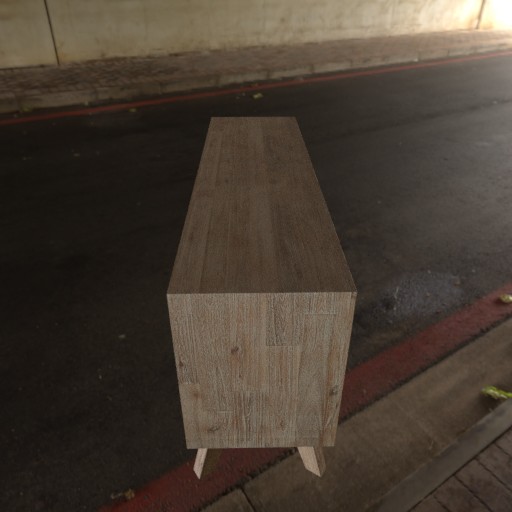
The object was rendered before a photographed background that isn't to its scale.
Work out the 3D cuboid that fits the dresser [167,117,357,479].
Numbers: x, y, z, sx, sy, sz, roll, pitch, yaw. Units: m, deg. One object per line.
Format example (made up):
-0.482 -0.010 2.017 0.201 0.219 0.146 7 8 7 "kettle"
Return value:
0.000 0.000 1.942 0.455 0.788 1.602 -1 32 -1 "dresser"
